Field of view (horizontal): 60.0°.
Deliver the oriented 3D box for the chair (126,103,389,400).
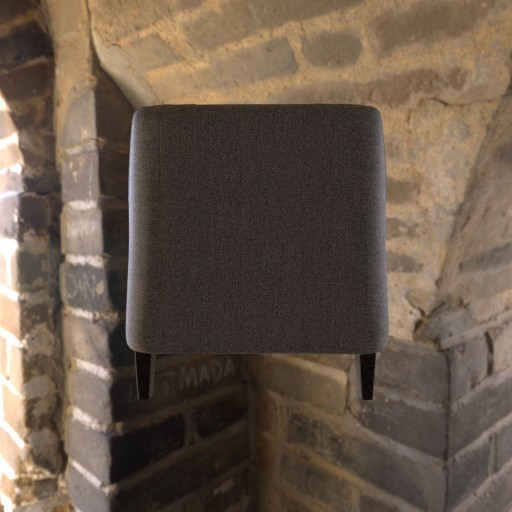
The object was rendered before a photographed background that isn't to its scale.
[{"bbox_3d":[0.000,0.000,1.430,0.796,0.761,0.758,0,1,0],"label":"chair"}]
